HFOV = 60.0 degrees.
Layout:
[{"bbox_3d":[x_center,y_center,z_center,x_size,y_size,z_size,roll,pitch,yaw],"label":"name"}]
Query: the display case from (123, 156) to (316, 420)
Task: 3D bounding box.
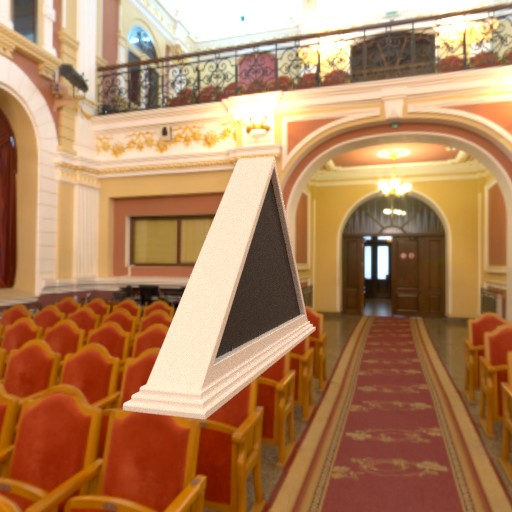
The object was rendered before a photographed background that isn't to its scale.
[{"bbox_3d":[0.000,0.000,0.765,0.095,0.340,0.640,0,-1,17],"label":"display case"}]
